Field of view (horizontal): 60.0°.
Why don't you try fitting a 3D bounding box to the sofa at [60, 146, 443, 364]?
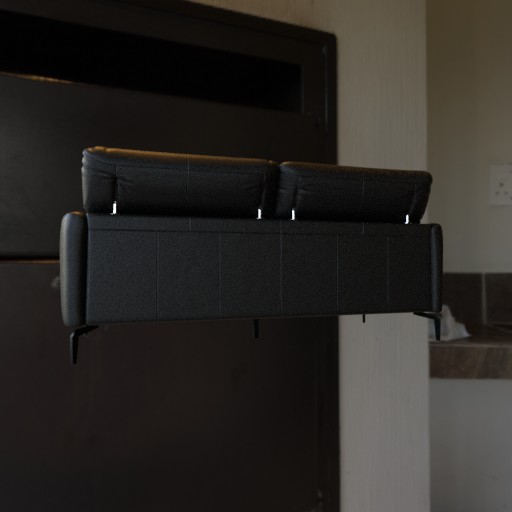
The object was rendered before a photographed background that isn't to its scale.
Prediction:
[{"bbox_3d":[0.000,0.000,2.591,2.069,0.957,0.856,0,-1,-18],"label":"sofa"}]
